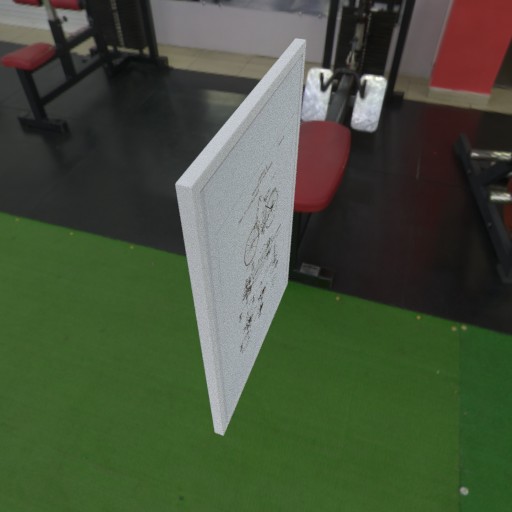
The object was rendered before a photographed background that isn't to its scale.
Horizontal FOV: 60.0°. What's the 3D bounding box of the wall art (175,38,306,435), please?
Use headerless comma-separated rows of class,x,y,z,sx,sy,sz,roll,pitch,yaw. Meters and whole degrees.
wall art,0.000,0.000,0.630,0.015,0.477,0.332,15,47,14
